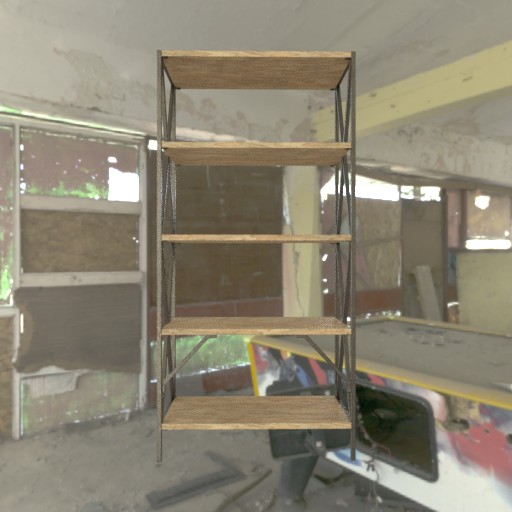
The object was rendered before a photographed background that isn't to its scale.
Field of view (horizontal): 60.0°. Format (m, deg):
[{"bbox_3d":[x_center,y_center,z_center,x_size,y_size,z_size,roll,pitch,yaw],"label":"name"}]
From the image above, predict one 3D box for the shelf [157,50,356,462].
[{"bbox_3d":[0.000,0.000,2.141,0.874,1.803,0.386,0,0,-1],"label":"shelf"}]
